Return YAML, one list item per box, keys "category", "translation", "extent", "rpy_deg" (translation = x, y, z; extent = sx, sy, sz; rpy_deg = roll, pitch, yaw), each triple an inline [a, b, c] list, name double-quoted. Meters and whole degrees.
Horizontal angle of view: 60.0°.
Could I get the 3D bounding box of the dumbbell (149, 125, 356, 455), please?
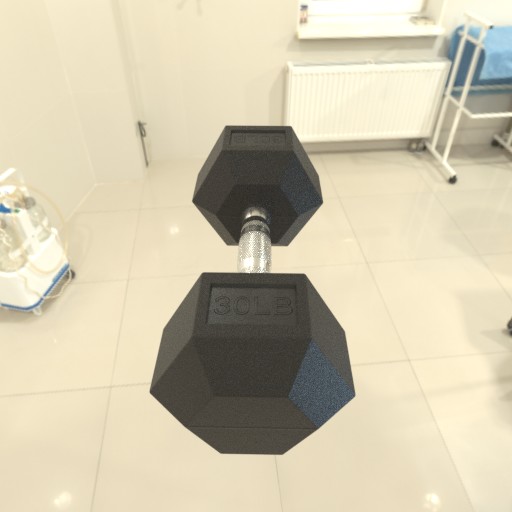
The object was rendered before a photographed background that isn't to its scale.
- category: "dumbbell"
  translation: [0.000, 0.000, 0.412]
  extent: [0.142, 0.123, 0.337]
  rpy_deg: [1, 41, 1]
